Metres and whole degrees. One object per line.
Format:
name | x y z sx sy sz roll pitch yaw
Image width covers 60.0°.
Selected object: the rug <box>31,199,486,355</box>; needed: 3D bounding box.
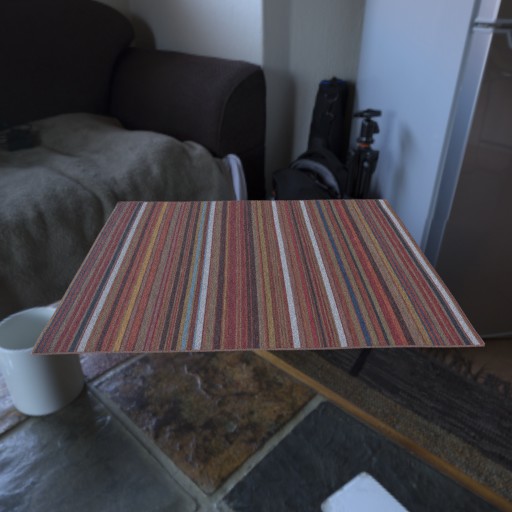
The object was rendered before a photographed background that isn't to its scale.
rug | 0.000 0.000 4.044 3.092 0.023 2.479 -1 31 -1
